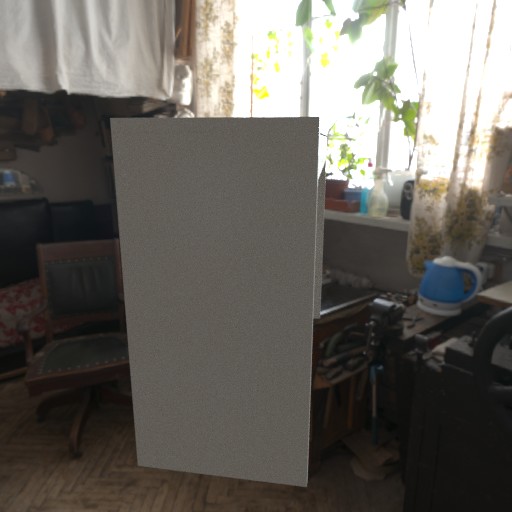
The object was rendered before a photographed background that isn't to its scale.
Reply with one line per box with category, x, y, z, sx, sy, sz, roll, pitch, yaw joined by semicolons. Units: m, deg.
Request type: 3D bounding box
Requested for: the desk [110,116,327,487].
desk;0.000;0.000;1.398;0.400;0.790;1.000;2;15;9
